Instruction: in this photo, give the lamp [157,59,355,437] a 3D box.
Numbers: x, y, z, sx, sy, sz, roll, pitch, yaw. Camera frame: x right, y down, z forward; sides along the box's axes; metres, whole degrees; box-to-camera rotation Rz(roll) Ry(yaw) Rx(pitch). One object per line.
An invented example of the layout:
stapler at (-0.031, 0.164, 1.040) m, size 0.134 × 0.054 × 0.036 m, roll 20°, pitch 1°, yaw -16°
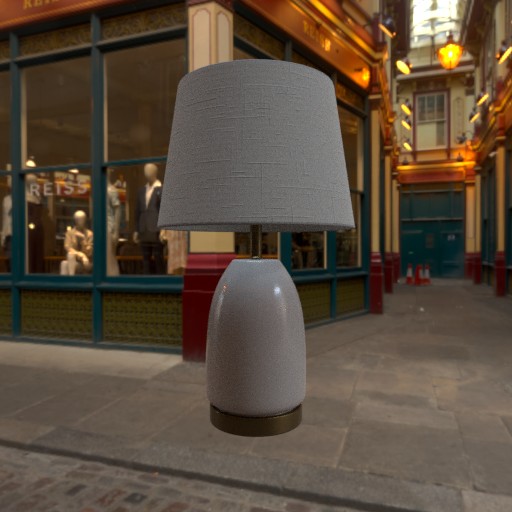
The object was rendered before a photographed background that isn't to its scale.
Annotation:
lamp at (0.000, 0.000, 0.656) m, size 0.285 × 0.483 × 0.285 m, roll 0°, pitch 1°, yaw 0°
